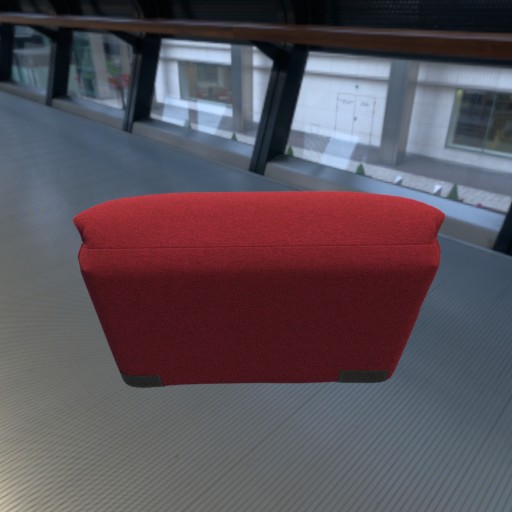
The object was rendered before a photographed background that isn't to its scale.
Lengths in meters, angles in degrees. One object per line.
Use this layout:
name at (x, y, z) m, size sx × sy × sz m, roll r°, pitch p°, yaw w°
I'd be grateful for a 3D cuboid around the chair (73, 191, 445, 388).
chair at (0.000, 0.000, 1.355) m, size 0.820 × 0.580 × 0.780 m, roll -1°, pitch 28°, yaw -2°
